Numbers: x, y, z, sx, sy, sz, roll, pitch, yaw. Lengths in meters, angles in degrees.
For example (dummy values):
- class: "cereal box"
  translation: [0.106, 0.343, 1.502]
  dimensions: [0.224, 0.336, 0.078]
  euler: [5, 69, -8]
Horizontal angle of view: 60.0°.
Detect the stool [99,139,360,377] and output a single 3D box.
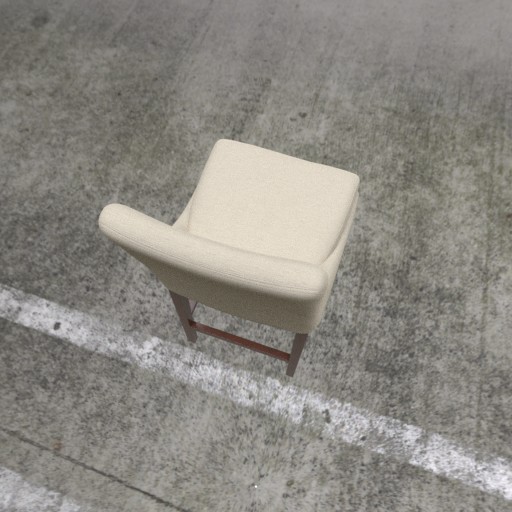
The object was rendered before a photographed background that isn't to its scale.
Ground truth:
- class: "stool"
  translation: [0.000, 0.000, 1.285]
  dimensions: [0.470, 0.981, 0.577]
  euler: [17, 64, 9]
